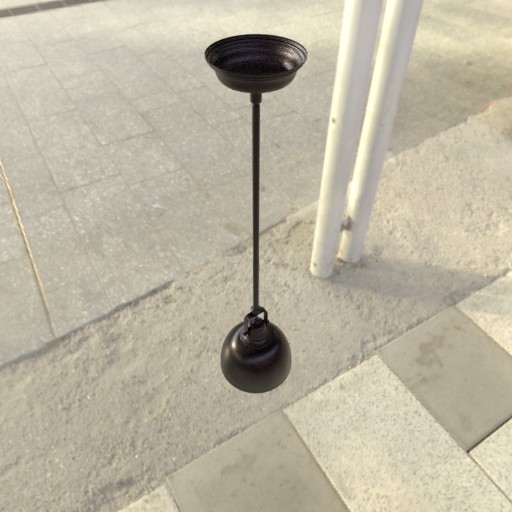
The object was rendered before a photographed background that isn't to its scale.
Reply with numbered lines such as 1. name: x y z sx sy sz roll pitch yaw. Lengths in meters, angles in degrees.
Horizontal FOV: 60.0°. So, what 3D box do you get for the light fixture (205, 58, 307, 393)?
1. light fixture: 0.000 0.000 0.860 0.182 0.768 0.182 -25 51 -23
